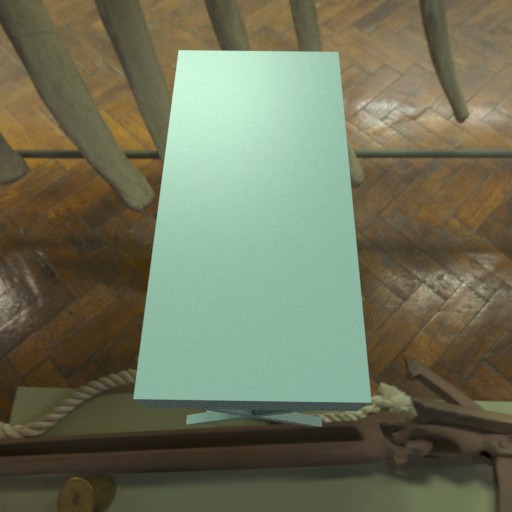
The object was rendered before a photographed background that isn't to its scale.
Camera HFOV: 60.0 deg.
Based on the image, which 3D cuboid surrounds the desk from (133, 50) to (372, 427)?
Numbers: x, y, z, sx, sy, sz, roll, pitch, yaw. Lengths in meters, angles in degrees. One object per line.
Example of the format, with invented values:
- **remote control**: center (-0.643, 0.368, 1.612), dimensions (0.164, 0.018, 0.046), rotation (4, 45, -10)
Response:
- **desk**: center (0.000, 0.000, 1.518), dimensions (0.509, 0.780, 1.059), rotation (1, 64, 0)
